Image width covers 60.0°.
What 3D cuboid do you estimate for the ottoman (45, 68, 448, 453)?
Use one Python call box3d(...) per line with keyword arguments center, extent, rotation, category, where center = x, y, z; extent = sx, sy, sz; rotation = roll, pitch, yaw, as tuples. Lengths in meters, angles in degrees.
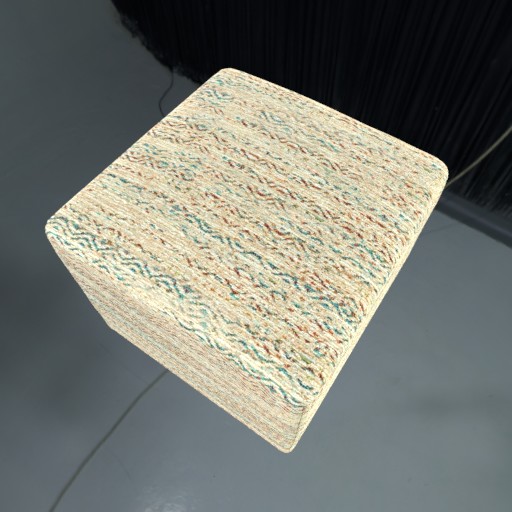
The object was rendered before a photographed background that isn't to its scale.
box3d(center=(0.000, 0.000, 0.908), extent=(0.512, 0.453, 0.521), rotation=(30, 63, 17), category="ottoman")
